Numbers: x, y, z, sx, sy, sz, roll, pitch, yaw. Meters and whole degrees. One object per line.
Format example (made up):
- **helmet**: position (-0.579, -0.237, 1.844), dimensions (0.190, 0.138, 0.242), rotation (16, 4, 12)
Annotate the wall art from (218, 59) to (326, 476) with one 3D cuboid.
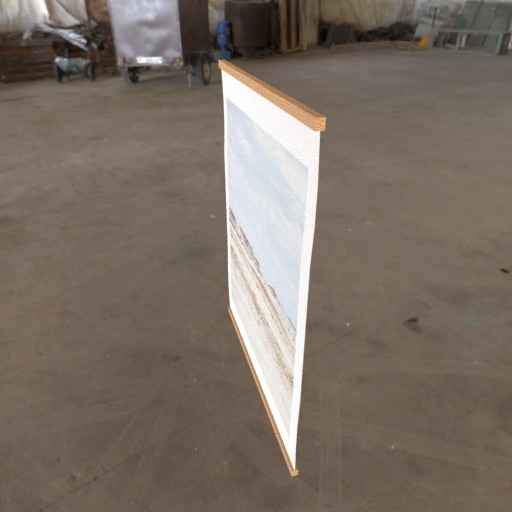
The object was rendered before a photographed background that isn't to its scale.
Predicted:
- **wall art**: position (0.000, 0.000, 0.678), dimensions (0.010, 0.507, 0.404), rotation (-8, 32, -14)
